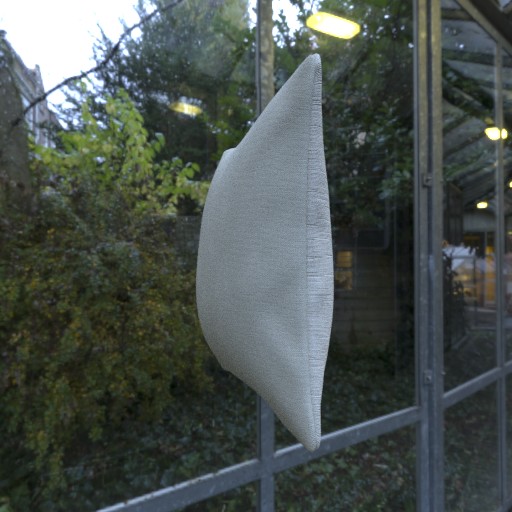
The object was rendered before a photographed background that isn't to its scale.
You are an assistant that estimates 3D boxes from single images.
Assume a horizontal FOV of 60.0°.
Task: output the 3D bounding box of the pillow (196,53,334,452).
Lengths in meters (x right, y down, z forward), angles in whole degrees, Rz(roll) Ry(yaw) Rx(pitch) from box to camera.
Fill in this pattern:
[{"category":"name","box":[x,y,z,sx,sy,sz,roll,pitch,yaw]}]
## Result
[{"category":"pillow","box":[0.000,0.000,0.664,0.162,0.420,0.437,0,-2,-17]}]
